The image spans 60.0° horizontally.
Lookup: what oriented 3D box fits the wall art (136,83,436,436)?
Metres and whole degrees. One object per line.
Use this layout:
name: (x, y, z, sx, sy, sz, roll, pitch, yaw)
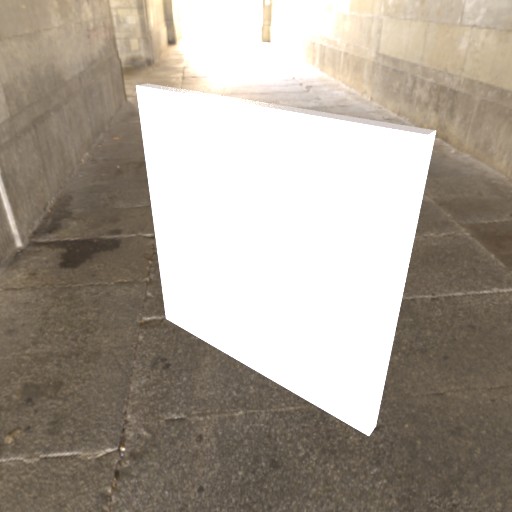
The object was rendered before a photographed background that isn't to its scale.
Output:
wall art: (0.000, 0.000, 0.842, 0.559, 0.559, 0.028, 22, 37, 32)
